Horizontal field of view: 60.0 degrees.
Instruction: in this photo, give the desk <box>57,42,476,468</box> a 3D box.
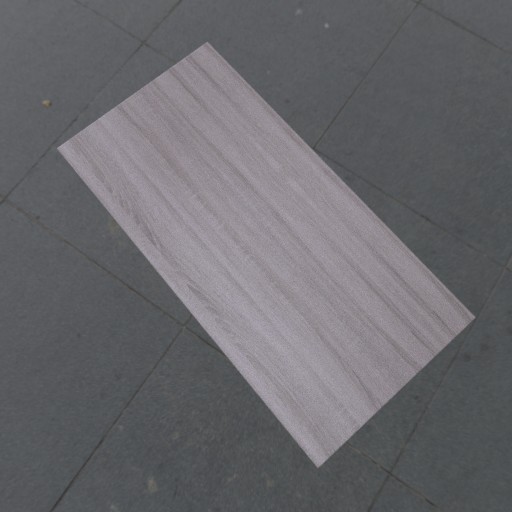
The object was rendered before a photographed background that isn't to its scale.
[{"bbox_3d":[0.000,0.000,1.866,0.690,0.745,1.380,-40,79,-9],"label":"desk"}]
